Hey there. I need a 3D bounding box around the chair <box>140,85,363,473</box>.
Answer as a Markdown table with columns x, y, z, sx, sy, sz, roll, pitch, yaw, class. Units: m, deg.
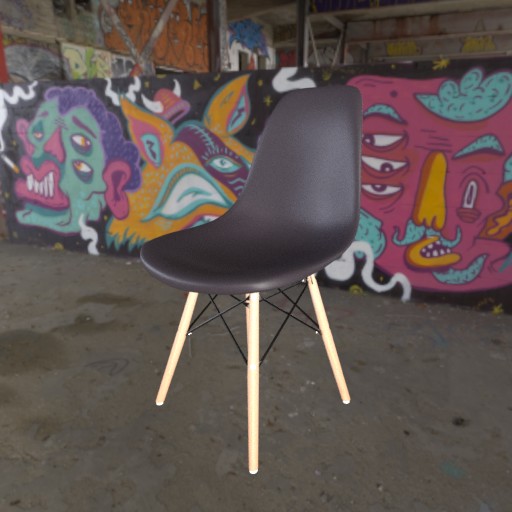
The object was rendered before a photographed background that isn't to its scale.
| x | y | z | sx | sy | sz | roll | pitch | yaw | class |
| --- | --- | --- | --- | --- | --- | --- | --- | --- | --- |
| 0.000 | 0.000 | 1.108 | 0.470 | 0.825 | 0.533 | 15 | 22 | 42 | chair |
